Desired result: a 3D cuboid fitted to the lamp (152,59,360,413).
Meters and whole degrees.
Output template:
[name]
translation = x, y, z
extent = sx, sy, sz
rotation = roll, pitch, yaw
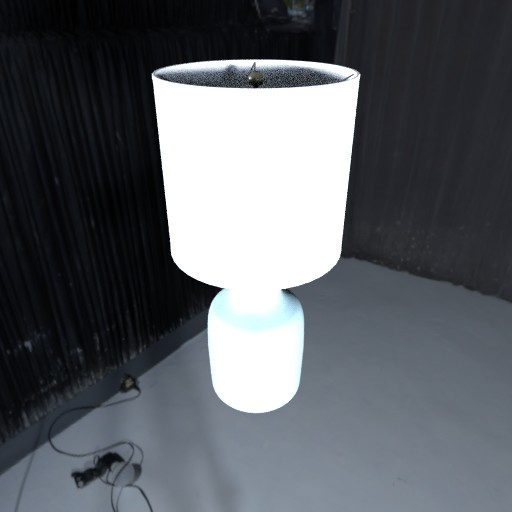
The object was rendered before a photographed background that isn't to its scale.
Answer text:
[lamp]
translation = 0.000, 0.000, 1.124
extent = 0.418, 0.871, 0.418
rotation = 21, 36, 32
